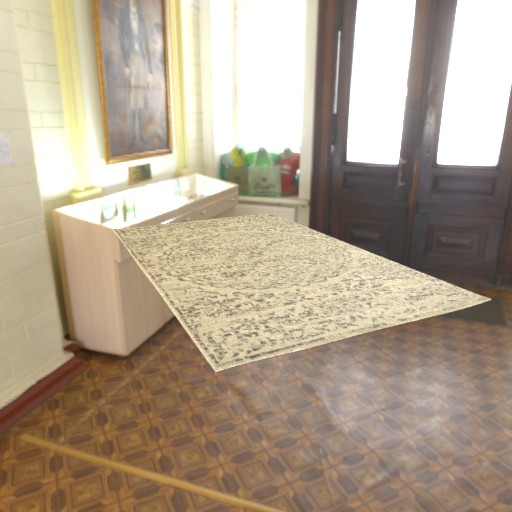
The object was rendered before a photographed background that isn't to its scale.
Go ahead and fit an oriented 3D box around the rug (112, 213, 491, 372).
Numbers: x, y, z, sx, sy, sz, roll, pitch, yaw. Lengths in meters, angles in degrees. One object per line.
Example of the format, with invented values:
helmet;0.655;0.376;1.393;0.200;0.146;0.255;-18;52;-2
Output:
rug;0.000;0.000;3.031;1.527;0.021;2.447;-8;19;-25
